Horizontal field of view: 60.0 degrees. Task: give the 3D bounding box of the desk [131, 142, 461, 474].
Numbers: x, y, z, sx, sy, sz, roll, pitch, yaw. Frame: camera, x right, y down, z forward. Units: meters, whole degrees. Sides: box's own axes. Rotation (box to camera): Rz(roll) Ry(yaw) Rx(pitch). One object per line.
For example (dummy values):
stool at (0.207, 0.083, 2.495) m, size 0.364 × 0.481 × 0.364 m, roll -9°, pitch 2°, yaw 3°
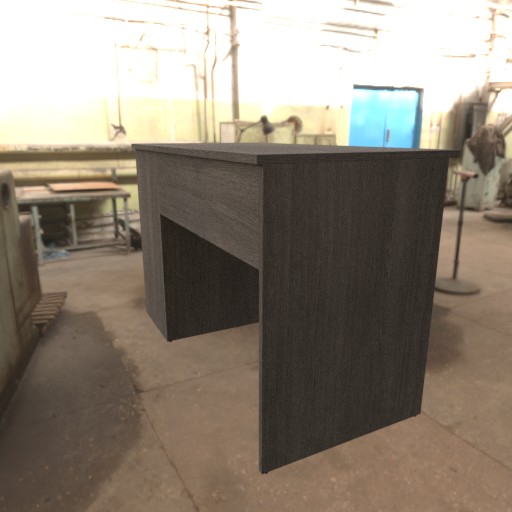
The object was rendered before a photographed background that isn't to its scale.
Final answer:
desk at (0.000, 0.000, 1.526) m, size 0.560 × 0.735 × 1.097 m, roll -8°, pitch 17°, yaw -26°
